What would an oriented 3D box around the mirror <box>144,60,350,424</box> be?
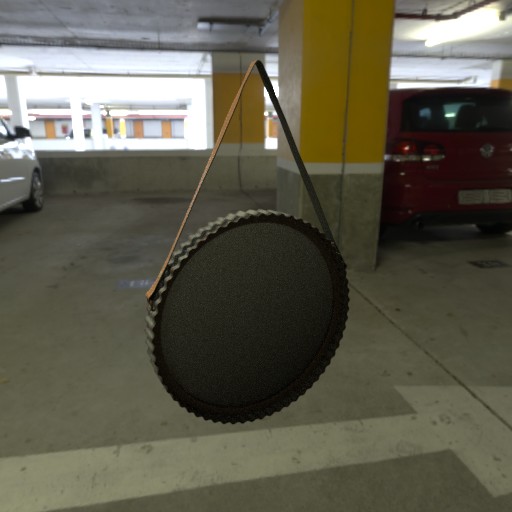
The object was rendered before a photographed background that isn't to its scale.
[{"bbox_3d":[0.000,0.000,0.697,0.355,0.568,0.042,-8,17,-27],"label":"mirror"}]
